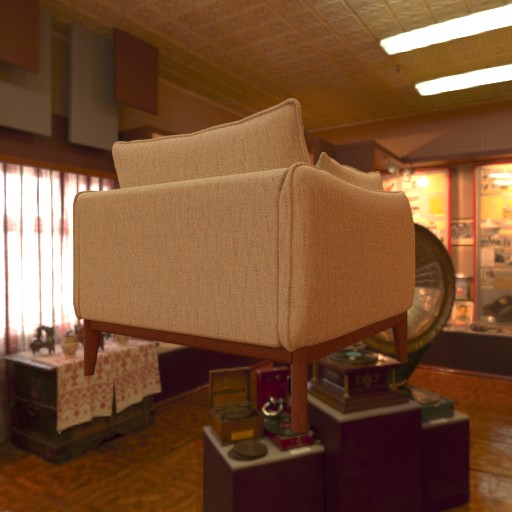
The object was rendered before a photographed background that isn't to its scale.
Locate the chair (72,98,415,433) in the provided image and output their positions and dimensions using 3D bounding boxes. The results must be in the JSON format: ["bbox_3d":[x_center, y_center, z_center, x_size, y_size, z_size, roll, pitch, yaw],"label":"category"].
[{"bbox_3d":[0.000,0.000,1.706,0.994,0.855,0.991,0,1,35],"label":"chair"}]
